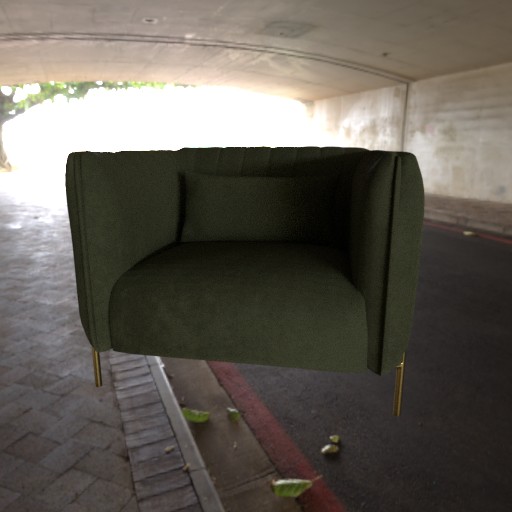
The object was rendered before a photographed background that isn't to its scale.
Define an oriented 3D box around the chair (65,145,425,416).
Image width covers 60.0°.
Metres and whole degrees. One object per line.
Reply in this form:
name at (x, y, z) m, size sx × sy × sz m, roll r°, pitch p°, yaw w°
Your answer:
chair at (0.000, 0.000, 1.644) m, size 1.032 × 0.794 × 0.877 m, roll 2°, pitch 14°, yaw 10°
